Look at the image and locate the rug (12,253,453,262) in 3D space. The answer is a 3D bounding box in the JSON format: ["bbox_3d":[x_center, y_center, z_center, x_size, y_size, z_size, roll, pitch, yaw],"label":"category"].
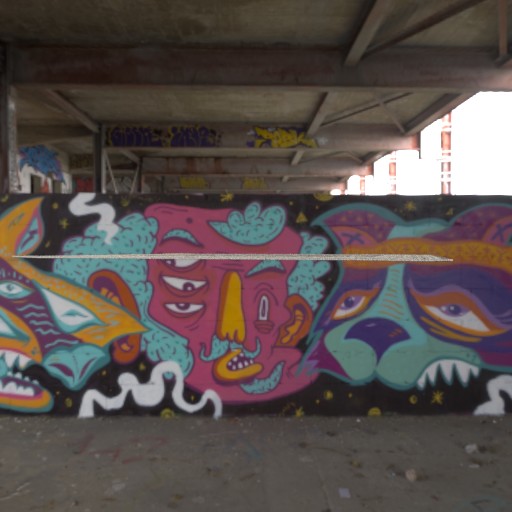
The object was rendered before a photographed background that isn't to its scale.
[{"bbox_3d":[0.000,0.000,3.996,3.069,0.026,2.451,0,1,19],"label":"rug"}]
